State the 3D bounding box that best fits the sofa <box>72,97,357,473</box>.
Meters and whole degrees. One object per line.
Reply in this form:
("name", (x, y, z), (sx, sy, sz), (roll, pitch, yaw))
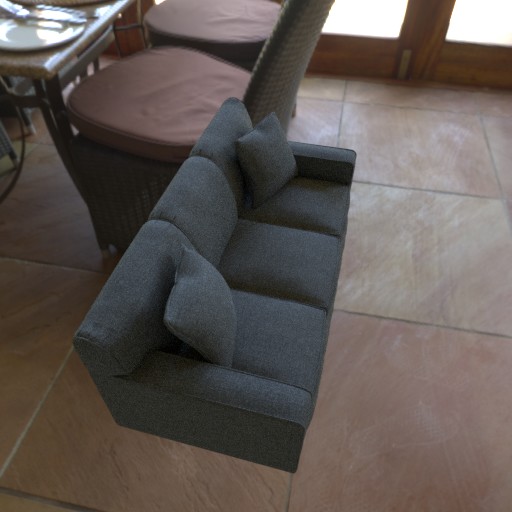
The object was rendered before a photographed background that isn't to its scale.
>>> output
("sofa", (0.000, 0.000, 2.603), (0.997, 0.958, 2.024), (11, 47, 10))
